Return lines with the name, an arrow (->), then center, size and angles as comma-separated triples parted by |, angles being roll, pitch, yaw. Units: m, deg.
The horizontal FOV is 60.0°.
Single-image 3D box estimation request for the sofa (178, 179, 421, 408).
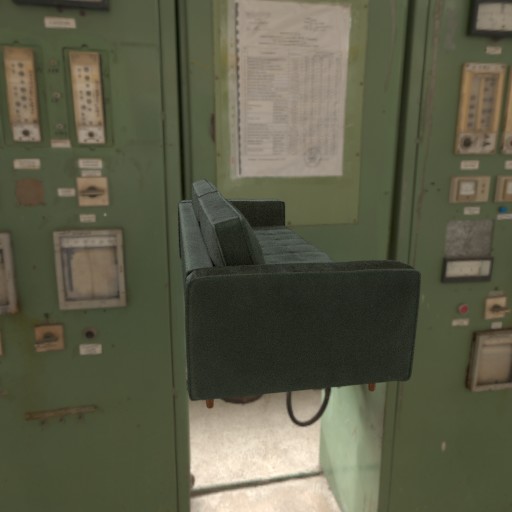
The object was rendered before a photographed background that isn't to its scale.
sofa -> 0.000, 0.000, 2.621 | 0.886, 0.781, 2.214 | -3, 14, -10
